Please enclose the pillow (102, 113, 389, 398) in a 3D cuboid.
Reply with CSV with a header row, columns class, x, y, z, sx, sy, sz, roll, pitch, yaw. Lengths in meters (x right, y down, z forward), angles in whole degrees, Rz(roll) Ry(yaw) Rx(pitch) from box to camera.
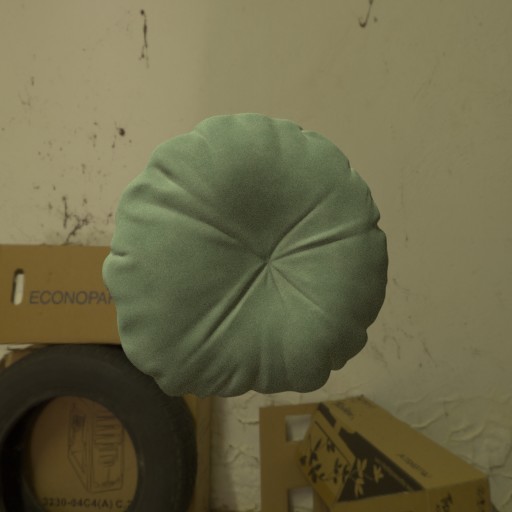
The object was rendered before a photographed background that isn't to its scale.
class,x,y,z,sx,sy,sz,roll,pitch,yaw
pillow,0.000,0.000,0.653,0.428,0.407,0.148,0,0,-18
